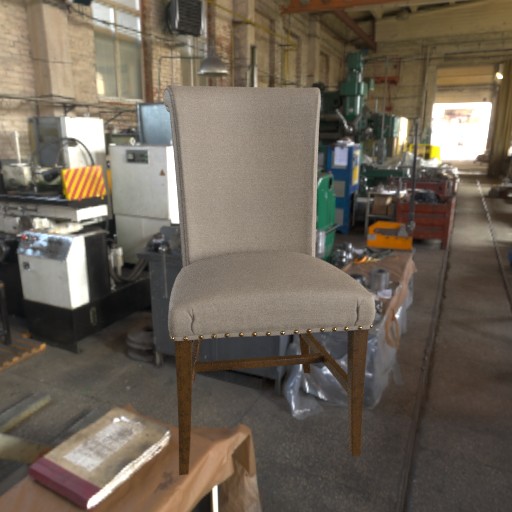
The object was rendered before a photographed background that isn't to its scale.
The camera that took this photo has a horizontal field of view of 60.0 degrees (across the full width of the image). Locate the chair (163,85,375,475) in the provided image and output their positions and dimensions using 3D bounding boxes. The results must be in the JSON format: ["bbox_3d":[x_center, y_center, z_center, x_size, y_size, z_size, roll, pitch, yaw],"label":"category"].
[{"bbox_3d":[0.000,0.000,1.302,0.513,0.988,0.608,-2,15,-8],"label":"chair"}]
